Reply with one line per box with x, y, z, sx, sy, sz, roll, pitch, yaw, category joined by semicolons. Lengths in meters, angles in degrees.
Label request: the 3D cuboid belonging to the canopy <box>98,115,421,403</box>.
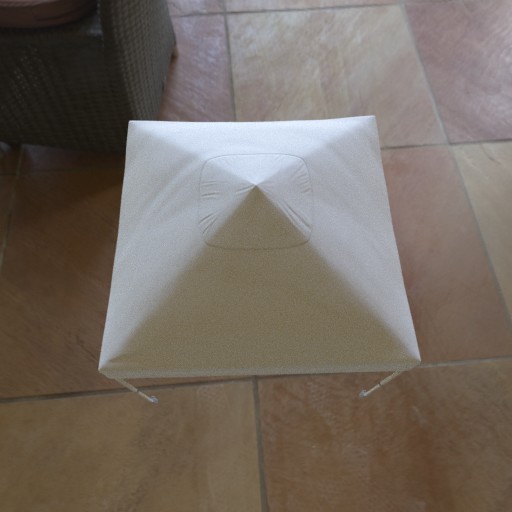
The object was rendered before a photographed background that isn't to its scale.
0.000;0.000;5.375;2.998;2.997;2.996;-1;65;-1;canopy
